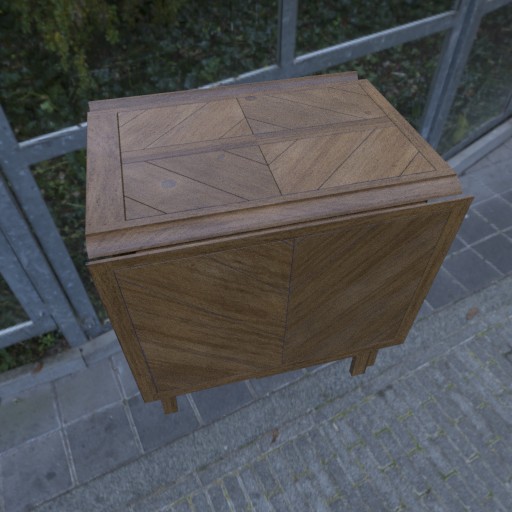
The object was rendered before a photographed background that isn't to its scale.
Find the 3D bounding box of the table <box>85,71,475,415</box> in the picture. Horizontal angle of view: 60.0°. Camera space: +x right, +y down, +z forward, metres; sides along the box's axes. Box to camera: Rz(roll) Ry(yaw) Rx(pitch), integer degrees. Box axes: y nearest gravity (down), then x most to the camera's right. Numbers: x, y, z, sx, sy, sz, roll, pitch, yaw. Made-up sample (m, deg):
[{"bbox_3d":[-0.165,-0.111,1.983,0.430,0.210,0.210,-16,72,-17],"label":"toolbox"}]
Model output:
[{"bbox_3d":[0.000,0.000,1.283,0.746,0.763,0.591,-10,47,-10],"label":"table"}]
